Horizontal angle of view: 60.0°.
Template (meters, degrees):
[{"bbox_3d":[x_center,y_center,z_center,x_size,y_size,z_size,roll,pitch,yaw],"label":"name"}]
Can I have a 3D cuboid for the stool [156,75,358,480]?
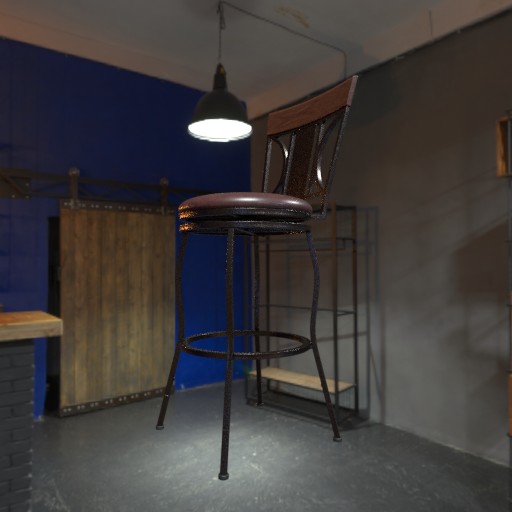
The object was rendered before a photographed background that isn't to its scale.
[{"bbox_3d":[0.000,0.000,1.432,0.513,1.130,0.448,0,-1,-35],"label":"stool"}]
